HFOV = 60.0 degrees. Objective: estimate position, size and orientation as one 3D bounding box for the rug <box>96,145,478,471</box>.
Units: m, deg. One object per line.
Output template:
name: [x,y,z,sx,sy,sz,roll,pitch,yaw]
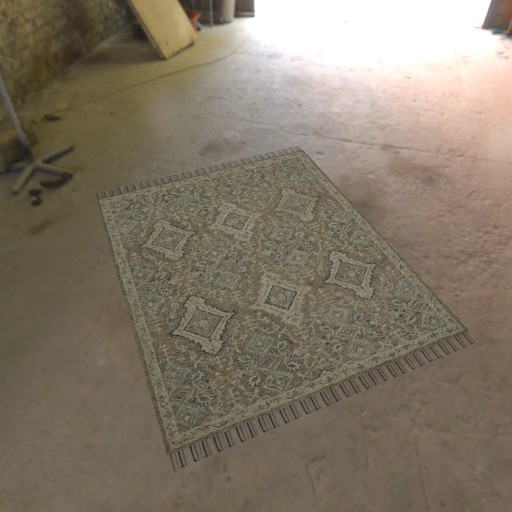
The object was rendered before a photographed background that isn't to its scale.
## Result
rug: [0.000,0.000,4.073,2.437,0.010,3.056,-17,48,-16]
